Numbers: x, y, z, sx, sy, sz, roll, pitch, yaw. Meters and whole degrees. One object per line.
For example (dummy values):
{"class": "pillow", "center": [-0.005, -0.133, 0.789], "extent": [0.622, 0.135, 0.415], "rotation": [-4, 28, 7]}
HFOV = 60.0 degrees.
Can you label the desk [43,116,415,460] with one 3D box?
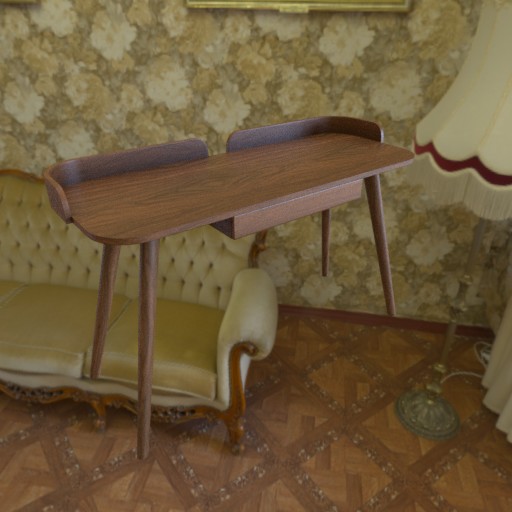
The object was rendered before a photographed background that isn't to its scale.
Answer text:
{"class": "desk", "center": [0.000, 0.000, 1.638], "extent": [1.256, 0.800, 0.486], "rotation": [-20, 35, -32]}
